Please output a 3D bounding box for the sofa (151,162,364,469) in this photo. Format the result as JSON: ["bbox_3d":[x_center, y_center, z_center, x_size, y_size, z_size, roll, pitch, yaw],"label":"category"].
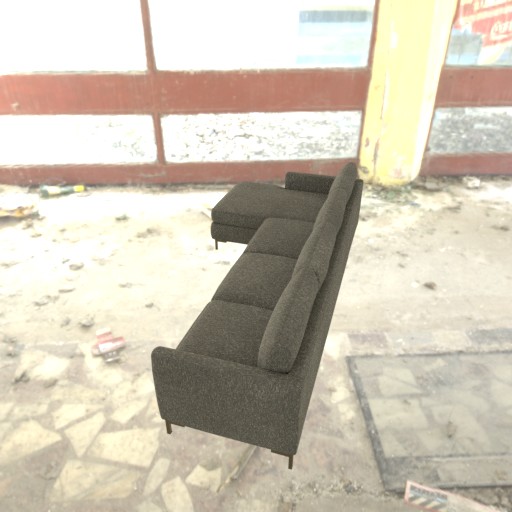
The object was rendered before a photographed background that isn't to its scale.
[{"bbox_3d":[0.000,0.000,3.498,1.350,0.810,2.932,9,31,15],"label":"sofa"}]
